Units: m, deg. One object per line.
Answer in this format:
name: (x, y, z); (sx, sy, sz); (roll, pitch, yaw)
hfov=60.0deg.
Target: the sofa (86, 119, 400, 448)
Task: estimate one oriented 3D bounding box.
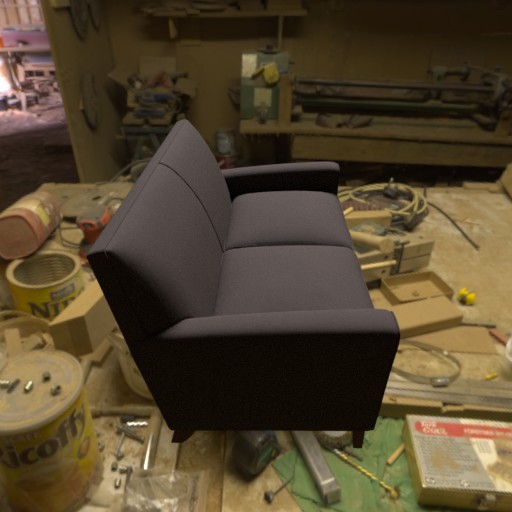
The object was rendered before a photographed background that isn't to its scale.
sofa: (0.000, 0.000, 1.951); (0.871, 0.846, 1.420); (1, 31, 1)
